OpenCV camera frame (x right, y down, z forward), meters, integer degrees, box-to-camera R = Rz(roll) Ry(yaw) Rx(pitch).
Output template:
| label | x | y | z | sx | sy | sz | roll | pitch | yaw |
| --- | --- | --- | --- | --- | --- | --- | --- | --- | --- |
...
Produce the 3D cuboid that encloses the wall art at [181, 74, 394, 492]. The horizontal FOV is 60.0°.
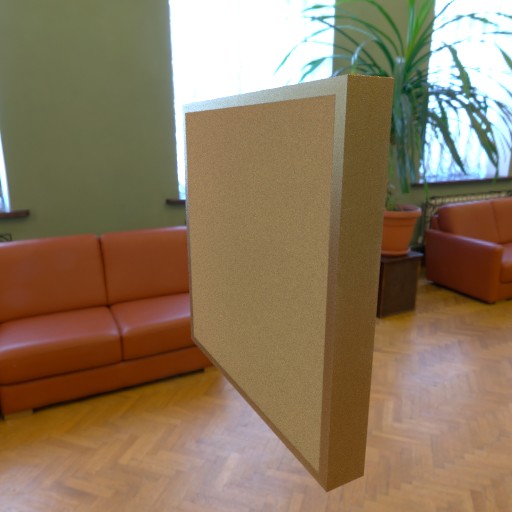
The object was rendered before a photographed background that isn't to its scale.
| label | x | y | z | sx | sy | sz | roll | pitch | yaw |
| --- | --- | --- | --- | --- | --- | --- | --- | --- | --- |
| wall art | 0.000 | 0.000 | 0.445 | 0.038 | 0.305 | 0.306 | -8 | 17 | -27 |
